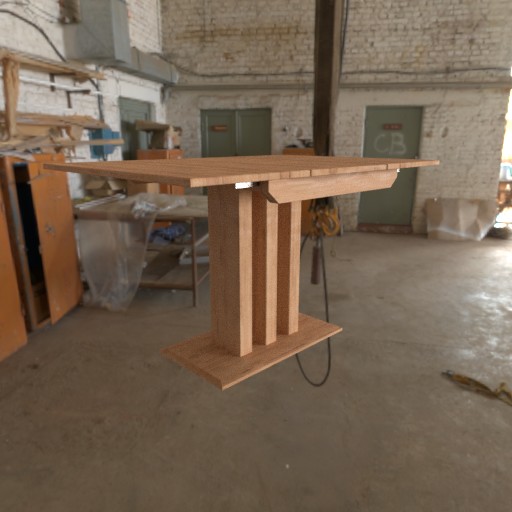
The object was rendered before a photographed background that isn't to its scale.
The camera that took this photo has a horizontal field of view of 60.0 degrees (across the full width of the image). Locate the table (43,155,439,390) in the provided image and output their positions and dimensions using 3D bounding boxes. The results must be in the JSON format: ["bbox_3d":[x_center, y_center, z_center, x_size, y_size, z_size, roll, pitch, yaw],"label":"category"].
[{"bbox_3d":[0.000,0.000,1.847,1.300,0.770,0.900,-14,20,-43],"label":"table"}]
